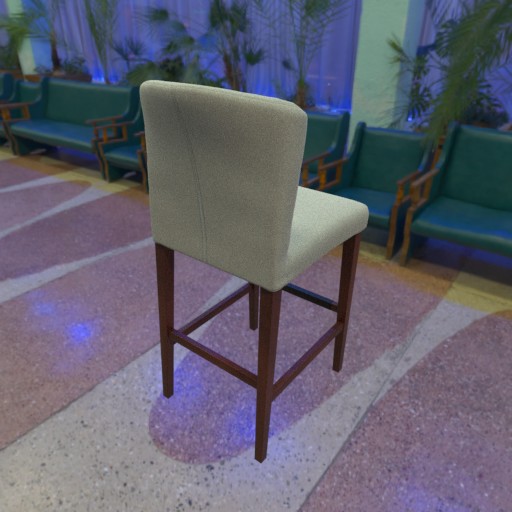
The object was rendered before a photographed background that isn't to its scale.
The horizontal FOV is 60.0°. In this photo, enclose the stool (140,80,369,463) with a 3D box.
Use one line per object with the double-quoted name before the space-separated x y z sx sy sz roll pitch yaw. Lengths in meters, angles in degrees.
"stool" 0.000 0.000 1.379 0.479 1.069 0.568 21 35 33
